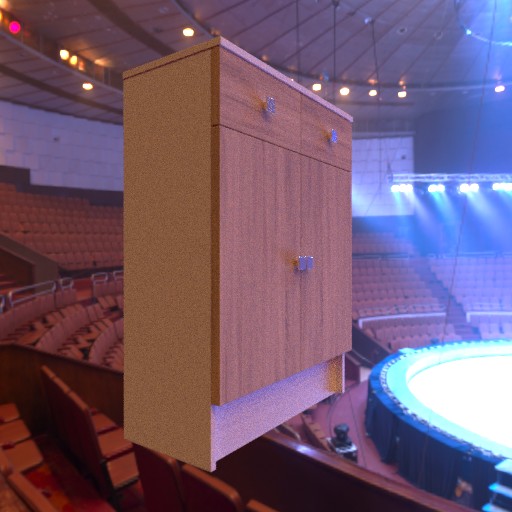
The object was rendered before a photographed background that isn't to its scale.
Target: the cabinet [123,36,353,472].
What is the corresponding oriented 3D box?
[{"bbox_3d":[0.000,0.000,1.142,0.296,0.815,0.600,0,0,36],"label":"cabinet"}]
